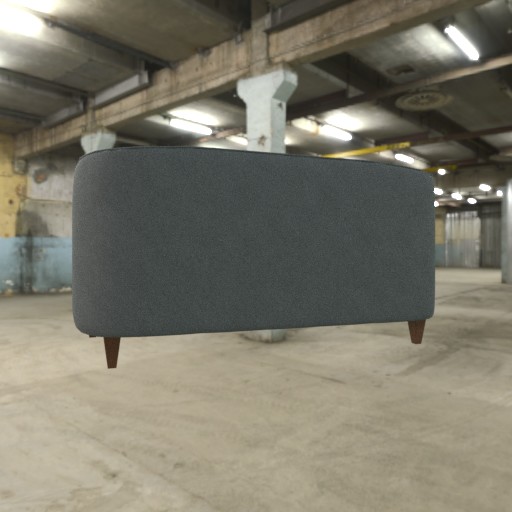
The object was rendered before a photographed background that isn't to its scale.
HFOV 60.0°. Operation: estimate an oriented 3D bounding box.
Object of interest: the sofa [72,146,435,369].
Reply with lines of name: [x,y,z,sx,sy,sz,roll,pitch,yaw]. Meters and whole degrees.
sofa: [0.000,0.000,2.268,1.733,0.855,0.941,0,0,-19]
